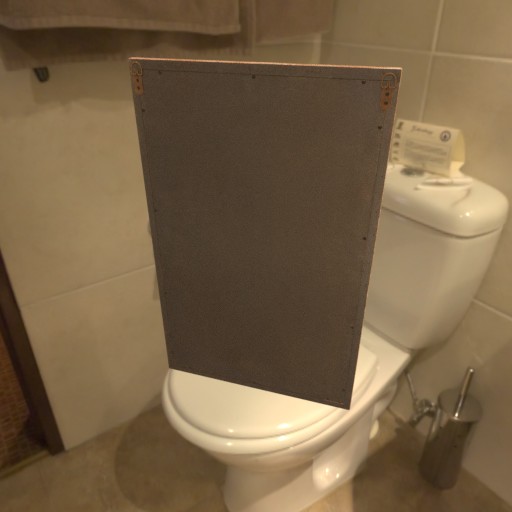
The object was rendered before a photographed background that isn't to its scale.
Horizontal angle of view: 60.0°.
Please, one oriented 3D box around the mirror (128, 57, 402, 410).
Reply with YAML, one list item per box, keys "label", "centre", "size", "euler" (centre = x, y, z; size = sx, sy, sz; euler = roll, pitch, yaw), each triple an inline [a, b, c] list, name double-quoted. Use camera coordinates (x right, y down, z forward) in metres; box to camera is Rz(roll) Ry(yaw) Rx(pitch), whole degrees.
- label: "mirror"
  centre: [0.000, 0.000, 0.976]
  size: [0.495, 0.787, 0.058]
  euler: [9, 31, 15]
